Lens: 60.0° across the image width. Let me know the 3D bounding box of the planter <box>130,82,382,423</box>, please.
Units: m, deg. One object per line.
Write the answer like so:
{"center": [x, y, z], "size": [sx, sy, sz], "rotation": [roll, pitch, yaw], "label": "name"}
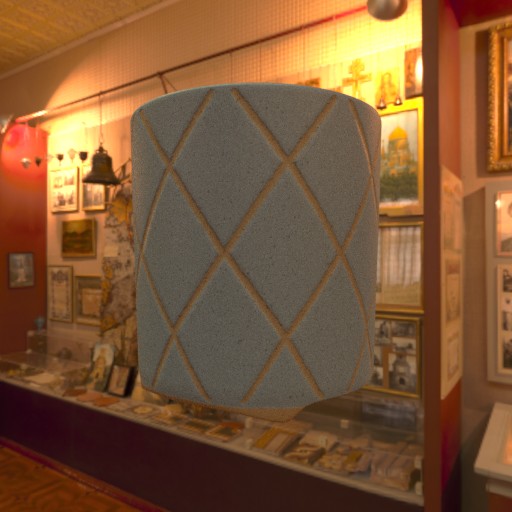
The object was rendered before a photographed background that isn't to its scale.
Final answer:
{"center": [0.000, 0.000, 0.349], "size": [0.191, 0.200, 0.191], "rotation": [0, 0, 0], "label": "planter"}
